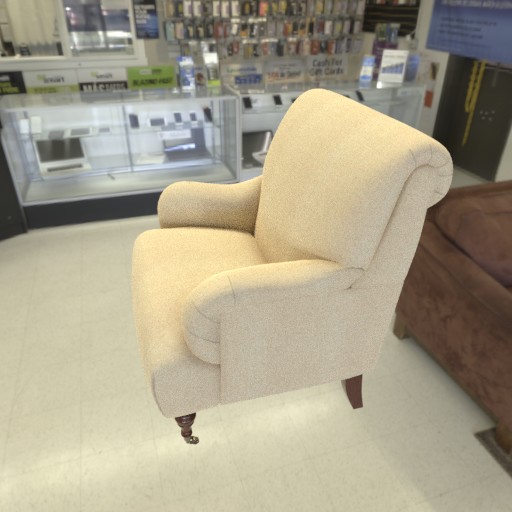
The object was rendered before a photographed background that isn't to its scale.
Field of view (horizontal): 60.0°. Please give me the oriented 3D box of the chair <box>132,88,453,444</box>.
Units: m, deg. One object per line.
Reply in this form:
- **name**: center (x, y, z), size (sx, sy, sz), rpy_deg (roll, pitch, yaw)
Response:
- **chair**: center (0.000, 0.000, 1.492), size (0.842, 0.944, 0.766), rpy_deg (-8, 32, -14)
